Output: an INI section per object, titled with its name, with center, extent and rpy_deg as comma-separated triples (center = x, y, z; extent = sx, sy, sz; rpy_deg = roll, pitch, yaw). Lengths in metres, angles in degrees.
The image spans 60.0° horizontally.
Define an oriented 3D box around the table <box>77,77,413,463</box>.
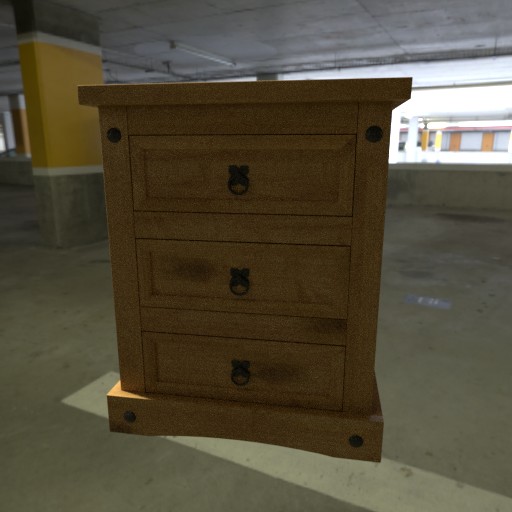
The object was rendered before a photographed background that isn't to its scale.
[table]
center = 0.000, 0.000, 1.187
extent = 0.660, 0.813, 0.500
rpy_deg = 2, 14, 10
